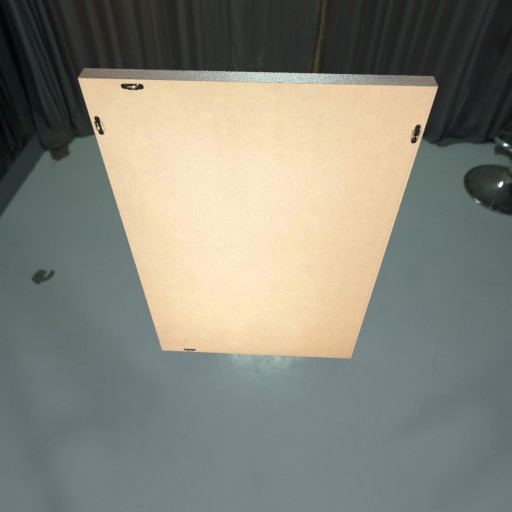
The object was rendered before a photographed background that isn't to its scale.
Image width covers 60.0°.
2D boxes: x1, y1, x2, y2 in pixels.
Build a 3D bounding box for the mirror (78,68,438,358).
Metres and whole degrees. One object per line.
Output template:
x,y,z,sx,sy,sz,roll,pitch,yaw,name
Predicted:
0.000,0.000,1.099,0.609,0.915,0.041,2,48,2,mirror
